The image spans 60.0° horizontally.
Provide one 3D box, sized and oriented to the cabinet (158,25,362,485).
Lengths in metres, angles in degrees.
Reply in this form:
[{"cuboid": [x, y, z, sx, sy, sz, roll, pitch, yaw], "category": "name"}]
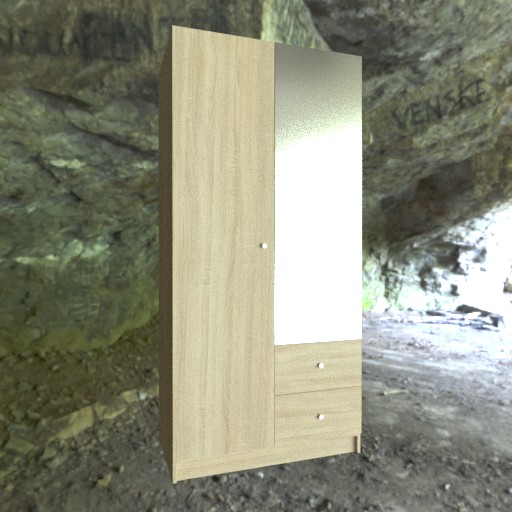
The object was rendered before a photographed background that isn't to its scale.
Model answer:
[{"cuboid": [0.000, 0.000, 2.463, 1.001, 2.121, 0.590, 0, 0, -19], "category": "cabinet"}]
